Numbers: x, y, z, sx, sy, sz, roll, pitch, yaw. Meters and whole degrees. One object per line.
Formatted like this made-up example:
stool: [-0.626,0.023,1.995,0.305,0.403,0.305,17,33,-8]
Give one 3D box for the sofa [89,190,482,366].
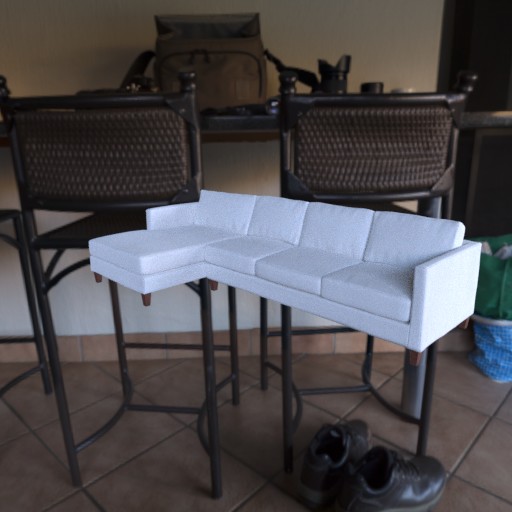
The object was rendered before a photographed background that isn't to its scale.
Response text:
sofa: [0.000,0.000,3.898,1.625,0.861,3.186,-15,21,-43]
